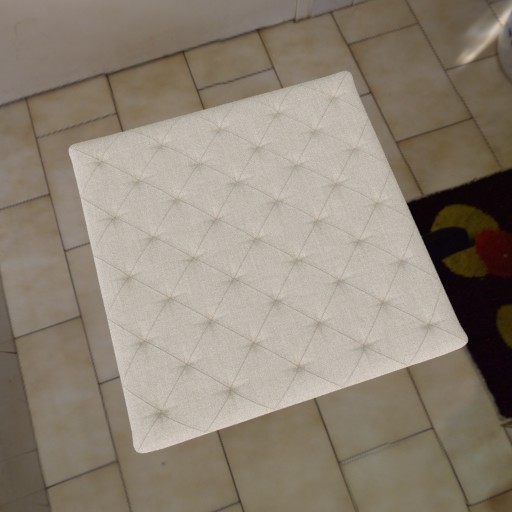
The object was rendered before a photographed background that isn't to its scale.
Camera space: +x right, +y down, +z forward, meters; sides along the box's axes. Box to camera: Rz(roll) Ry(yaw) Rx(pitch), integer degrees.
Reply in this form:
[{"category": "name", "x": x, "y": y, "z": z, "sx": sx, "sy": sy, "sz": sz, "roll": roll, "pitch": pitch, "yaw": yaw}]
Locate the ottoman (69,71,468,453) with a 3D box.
[{"category": "ottoman", "x": 0.000, "y": 0.000, "z": 1.604, "sx": 1.028, "sy": 0.439, "sz": 1.028, "roll": -17, "pitch": 75, "yaw": -5}]
